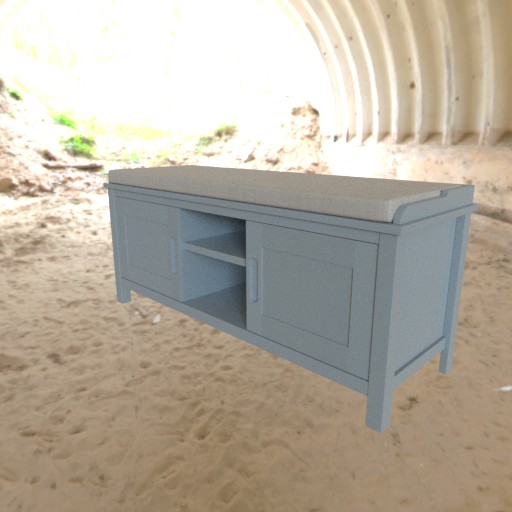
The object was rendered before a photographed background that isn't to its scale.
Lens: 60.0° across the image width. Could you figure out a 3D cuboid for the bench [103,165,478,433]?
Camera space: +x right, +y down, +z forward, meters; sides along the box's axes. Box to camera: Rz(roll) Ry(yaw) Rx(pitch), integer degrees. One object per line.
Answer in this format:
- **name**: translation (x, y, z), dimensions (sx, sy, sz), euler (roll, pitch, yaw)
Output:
- **bench**: translation (0.000, 0.000, 1.390), dimensions (1.140, 0.501, 0.398), euler (14, 21, 42)
